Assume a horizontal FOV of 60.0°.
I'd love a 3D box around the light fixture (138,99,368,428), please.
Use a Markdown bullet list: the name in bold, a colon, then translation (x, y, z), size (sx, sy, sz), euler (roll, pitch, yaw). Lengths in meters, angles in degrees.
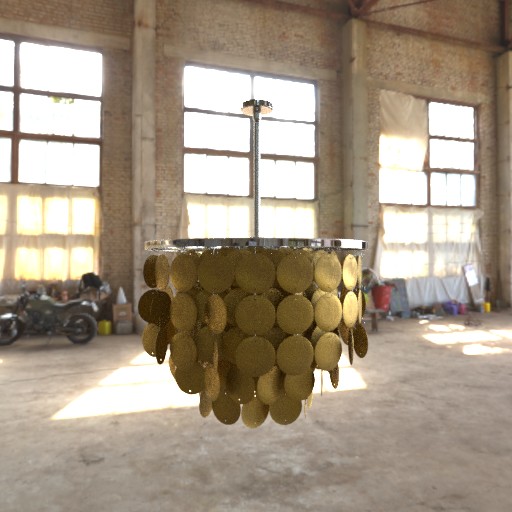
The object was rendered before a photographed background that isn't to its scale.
- **light fixture**: translation (0.000, 0.000, 0.724), size (0.368, 0.492, 0.368), euler (0, -1, 0)
